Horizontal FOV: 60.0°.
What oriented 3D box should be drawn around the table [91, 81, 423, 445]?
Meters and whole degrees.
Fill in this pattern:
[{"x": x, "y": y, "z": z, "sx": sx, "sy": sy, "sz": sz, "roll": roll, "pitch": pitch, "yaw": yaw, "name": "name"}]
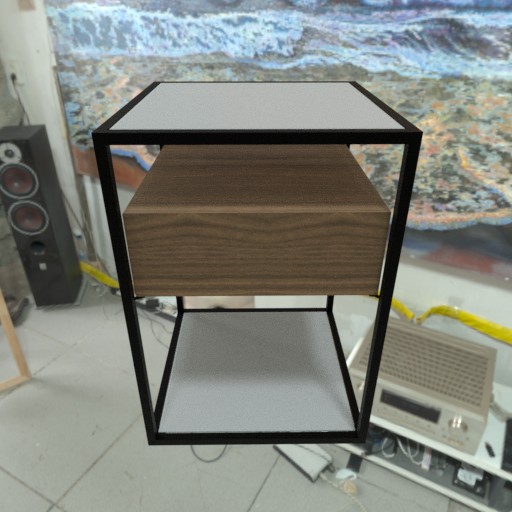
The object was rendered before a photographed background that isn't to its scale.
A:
[{"x": 0.000, "y": 0.000, "z": 0.801, "sx": 0.378, "sy": 0.540, "sz": 0.378, "roll": 0, "pitch": 30, "yaw": -1, "name": "table"}]
